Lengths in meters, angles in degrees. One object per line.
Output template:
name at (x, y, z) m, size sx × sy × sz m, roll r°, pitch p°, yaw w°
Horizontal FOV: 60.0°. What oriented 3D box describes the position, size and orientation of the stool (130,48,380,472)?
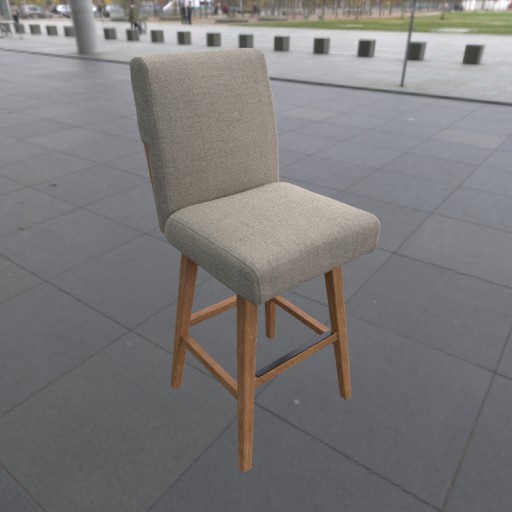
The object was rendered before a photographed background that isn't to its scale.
stool at (0.000, 0.000, 1.349) m, size 0.483 × 1.106 × 0.569 m, roll -21°, pitch 36°, yaw -33°
